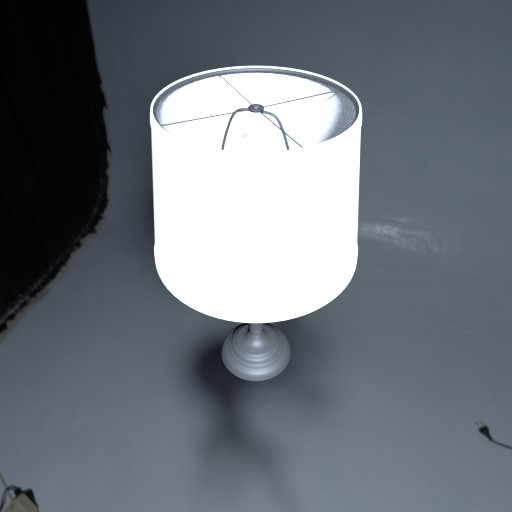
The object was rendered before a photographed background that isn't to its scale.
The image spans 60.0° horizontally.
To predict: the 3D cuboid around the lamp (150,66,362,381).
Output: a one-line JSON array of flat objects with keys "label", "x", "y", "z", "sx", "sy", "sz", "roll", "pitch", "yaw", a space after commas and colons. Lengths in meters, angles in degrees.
[{"label": "lamp", "x": 0.000, "y": 0.000, "z": 0.704, "sx": 0.310, "sy": 0.501, "sz": 0.310, "roll": 0, "pitch": 42, "yaw": 0}]
